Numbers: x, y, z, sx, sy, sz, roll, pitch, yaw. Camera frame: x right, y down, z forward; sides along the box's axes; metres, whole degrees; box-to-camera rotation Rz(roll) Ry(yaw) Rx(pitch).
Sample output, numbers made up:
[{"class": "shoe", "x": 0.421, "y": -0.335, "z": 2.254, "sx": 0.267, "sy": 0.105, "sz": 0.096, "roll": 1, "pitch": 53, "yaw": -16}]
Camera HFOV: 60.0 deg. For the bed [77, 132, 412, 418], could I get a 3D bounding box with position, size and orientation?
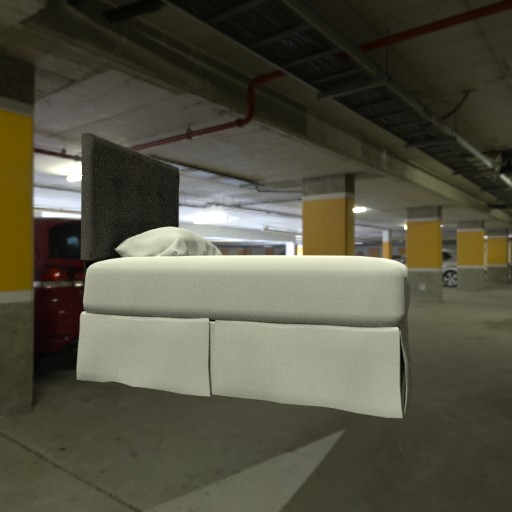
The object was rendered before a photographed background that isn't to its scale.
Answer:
[{"class": "bed", "x": 0.000, "y": 0.000, "z": 3.005, "sx": 1.997, "sy": 1.571, "sz": 1.261, "roll": 0, "pitch": -1, "yaw": 20}]
